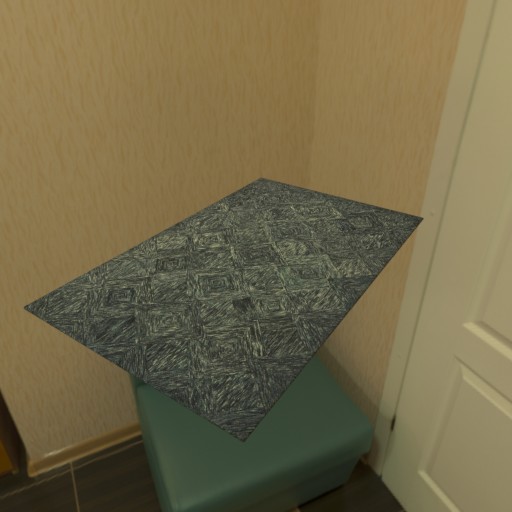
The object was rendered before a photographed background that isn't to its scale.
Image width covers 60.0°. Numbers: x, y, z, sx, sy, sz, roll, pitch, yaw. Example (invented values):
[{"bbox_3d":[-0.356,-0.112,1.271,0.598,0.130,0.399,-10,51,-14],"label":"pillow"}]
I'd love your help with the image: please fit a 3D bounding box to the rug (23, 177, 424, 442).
[{"bbox_3d":[0.000,0.000,2.877,1.478,0.017,2.330,19,36,29],"label":"rug"}]
